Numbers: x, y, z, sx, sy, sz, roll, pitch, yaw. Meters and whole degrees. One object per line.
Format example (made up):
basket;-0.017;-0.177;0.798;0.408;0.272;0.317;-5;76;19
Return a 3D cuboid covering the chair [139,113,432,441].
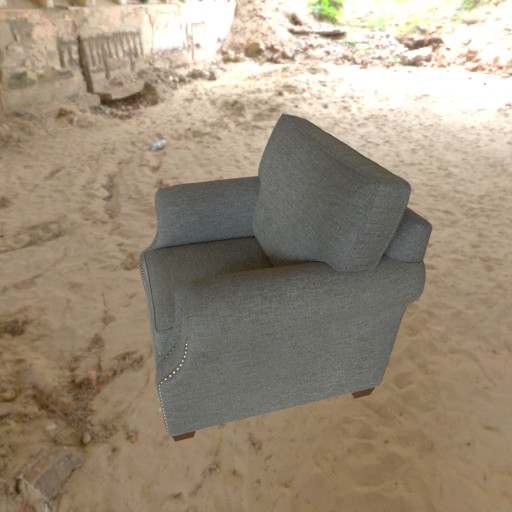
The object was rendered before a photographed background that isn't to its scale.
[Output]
chair;0.000;0.000;1.873;0.965;0.961;1.092;-9;31;-14
